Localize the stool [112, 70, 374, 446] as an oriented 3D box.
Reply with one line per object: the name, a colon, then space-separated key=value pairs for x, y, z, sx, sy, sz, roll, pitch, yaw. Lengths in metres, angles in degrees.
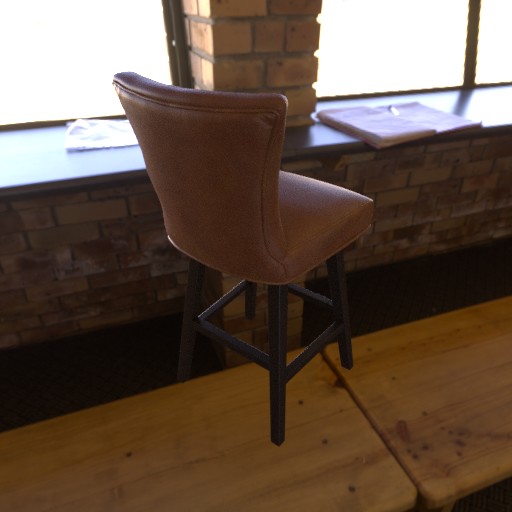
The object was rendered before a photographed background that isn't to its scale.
stool: x=0.000 y=0.000 z=1.388 sx=0.522 sy=1.094 sz=0.585 roll=22 pitch=38 yaw=31
